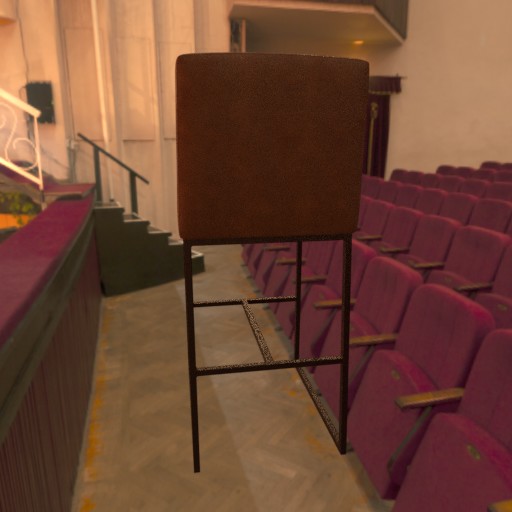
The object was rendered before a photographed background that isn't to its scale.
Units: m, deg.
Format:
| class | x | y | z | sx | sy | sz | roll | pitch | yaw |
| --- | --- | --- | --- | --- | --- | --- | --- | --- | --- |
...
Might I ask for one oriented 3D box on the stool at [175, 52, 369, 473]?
| class | x | y | z | sx | sy | sz | roll | pitch | yaw |
| --- | --- | --- | --- | --- | --- | --- | --- | --- | --- |
| stool | 0.000 | 0.000 | 1.364 | 0.463 | 1.065 | 0.562 | -3 | 15 | -10 |
